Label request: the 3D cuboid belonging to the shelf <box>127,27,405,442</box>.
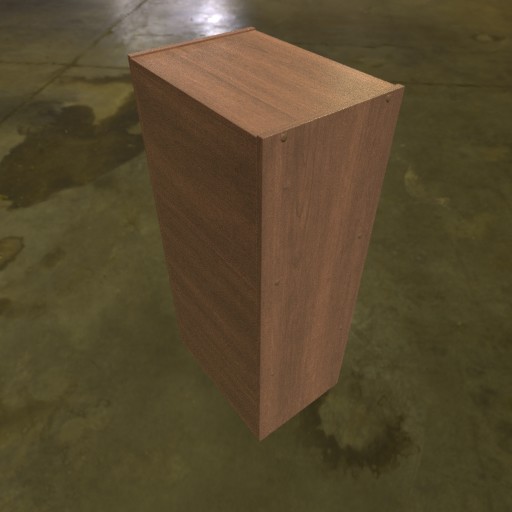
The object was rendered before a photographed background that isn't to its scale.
[{"bbox_3d":[0.000,0.000,1.066,0.290,0.879,0.414,-27,49,-27],"label":"shelf"}]
